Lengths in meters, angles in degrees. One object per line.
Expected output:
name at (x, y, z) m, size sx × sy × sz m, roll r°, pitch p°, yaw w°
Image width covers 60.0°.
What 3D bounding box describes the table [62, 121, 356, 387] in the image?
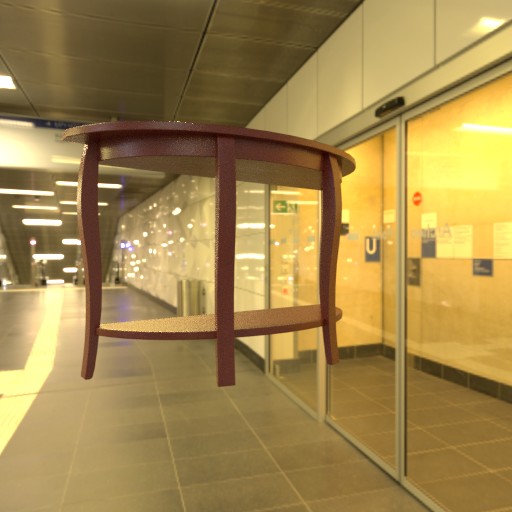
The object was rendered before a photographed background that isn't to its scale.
table at (0.000, 0.000, 1.596) m, size 1.219 × 0.779 × 0.405 m, roll 0°, pitch 0°, yaw -36°
